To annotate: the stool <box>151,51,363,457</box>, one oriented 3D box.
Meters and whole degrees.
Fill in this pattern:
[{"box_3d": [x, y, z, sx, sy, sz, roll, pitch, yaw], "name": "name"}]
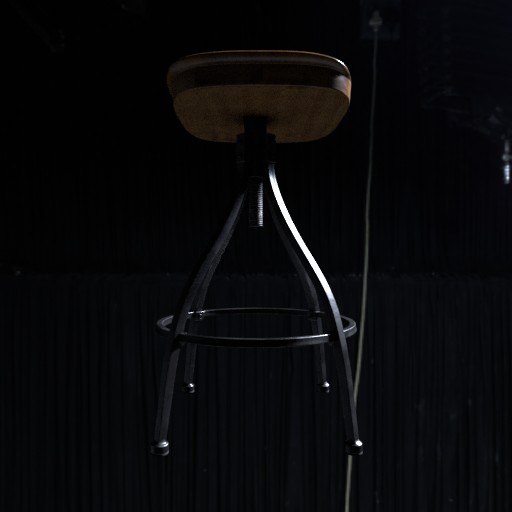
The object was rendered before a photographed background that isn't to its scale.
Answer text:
[{"box_3d": [0.000, 0.000, 0.955, 0.424, 0.694, 0.432, 0, 1, 0], "name": "stool"}]
